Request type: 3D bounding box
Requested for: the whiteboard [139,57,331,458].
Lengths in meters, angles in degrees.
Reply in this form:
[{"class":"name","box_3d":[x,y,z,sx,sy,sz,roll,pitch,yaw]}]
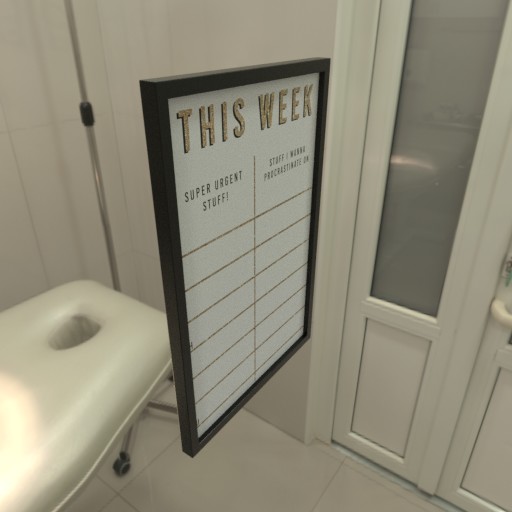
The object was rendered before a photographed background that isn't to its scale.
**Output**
[{"class":"whiteboard","box_3d":[0.000,0.000,0.772,0.026,0.611,0.406,19,33,31]}]
